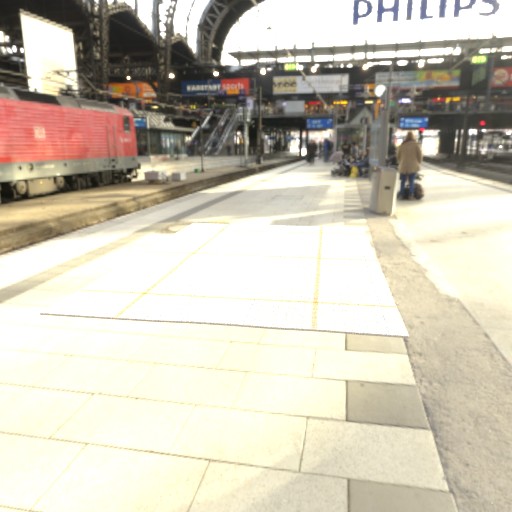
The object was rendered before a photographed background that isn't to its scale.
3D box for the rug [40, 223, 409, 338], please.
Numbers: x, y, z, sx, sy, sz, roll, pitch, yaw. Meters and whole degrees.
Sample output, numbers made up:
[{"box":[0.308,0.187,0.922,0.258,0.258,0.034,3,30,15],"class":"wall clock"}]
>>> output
[{"box":[0.000,0.000,2.308,1.232,0.015,1.825,2,14,9],"class":"rug"}]
